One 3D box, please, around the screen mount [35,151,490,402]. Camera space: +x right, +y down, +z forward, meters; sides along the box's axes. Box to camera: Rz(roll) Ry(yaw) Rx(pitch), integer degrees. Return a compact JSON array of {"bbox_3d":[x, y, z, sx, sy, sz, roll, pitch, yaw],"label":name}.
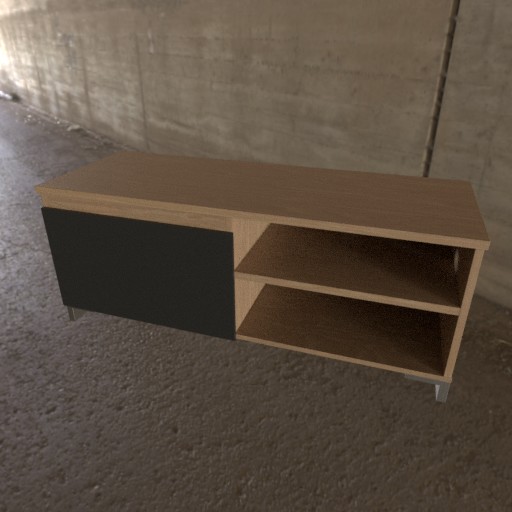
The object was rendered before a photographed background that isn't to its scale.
[{"bbox_3d":[0.000,0.000,1.273,1.084,0.432,0.406,9,28,16],"label":"screen mount"}]
